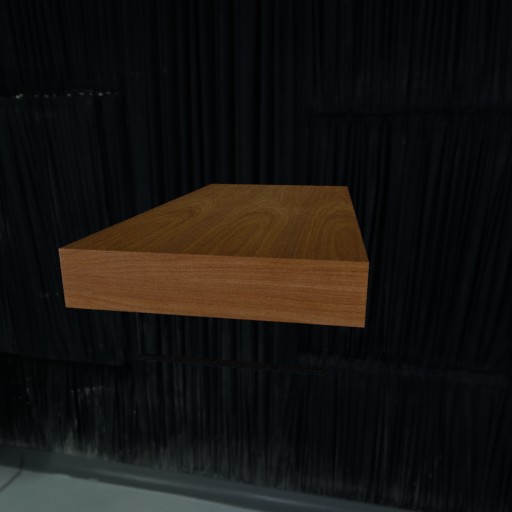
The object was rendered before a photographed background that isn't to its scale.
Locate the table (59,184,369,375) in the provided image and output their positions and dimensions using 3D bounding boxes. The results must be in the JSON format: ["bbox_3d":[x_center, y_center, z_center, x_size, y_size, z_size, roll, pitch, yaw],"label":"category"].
[{"bbox_3d":[0.000,0.000,1.458,0.610,0.330,1.194,3,16,9],"label":"table"}]
